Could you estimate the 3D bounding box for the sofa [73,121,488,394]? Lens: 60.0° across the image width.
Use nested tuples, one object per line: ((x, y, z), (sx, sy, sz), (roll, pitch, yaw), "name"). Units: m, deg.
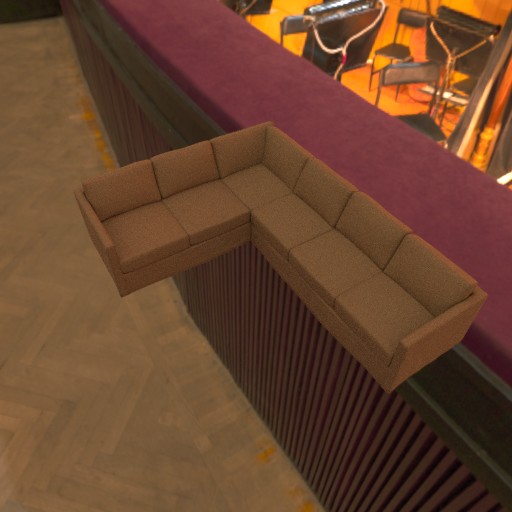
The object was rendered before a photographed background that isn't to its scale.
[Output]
((0.000, 0.000, 4.205), (2.432, 0.871, 3.182), (-25, 51, -22), "sofa")
